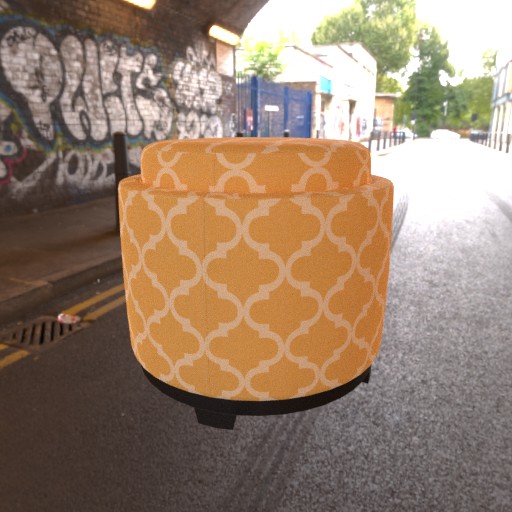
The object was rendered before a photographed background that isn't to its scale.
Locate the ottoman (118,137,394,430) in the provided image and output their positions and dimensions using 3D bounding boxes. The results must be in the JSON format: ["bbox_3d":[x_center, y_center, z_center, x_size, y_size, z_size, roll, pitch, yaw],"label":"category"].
[{"bbox_3d":[0.000,0.000,0.831,0.480,0.429,0.480,0,16,0],"label":"ottoman"}]
